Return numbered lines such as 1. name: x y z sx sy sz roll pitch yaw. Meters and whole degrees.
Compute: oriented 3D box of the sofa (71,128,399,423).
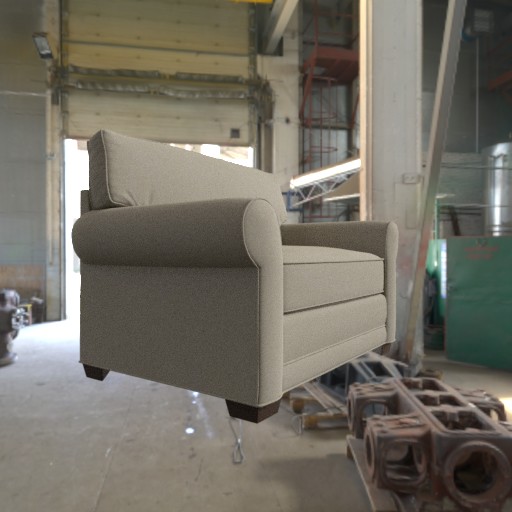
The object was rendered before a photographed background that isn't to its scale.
1. sofa: 0.000 0.000 2.075 0.937 1.006 1.405 0 1 35
